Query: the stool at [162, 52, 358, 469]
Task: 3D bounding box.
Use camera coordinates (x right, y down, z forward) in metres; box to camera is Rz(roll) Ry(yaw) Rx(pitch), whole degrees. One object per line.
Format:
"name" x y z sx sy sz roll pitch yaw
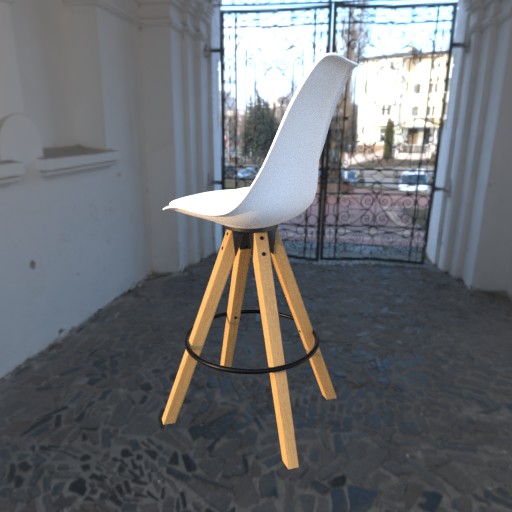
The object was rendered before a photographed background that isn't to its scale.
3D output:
"stool" 0.000 0.000 1.390 0.549 1.115 0.482 8 18 25
